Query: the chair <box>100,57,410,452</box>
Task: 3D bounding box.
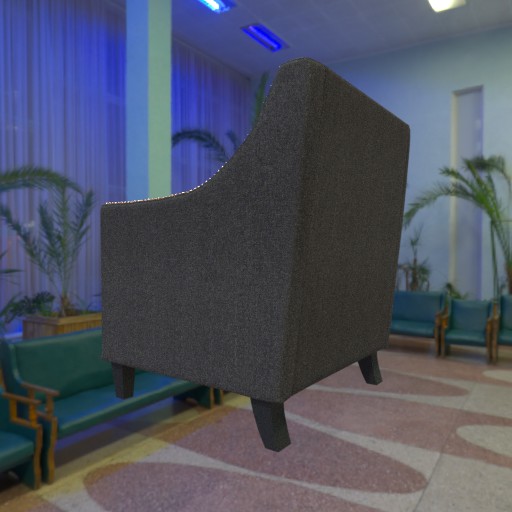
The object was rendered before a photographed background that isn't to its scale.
[{"bbox_3d":[0.000,0.000,1.591,0.884,0.967,0.776,1,1,36],"label":"chair"}]
